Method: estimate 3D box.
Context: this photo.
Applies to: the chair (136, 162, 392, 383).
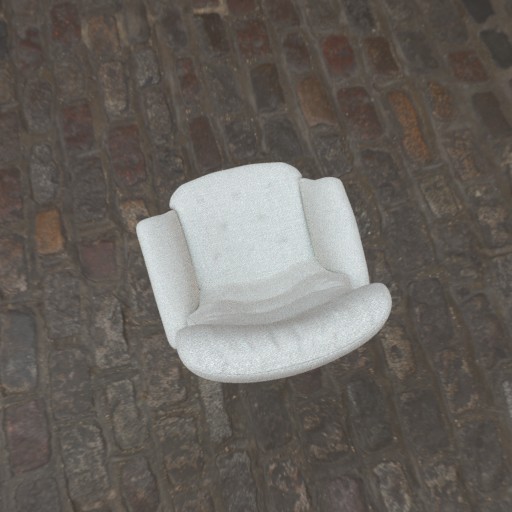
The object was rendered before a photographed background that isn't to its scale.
[{"bbox_3d":[0.000,0.000,1.586,0.785,0.995,0.837,-14,76,-3],"label":"chair"}]
